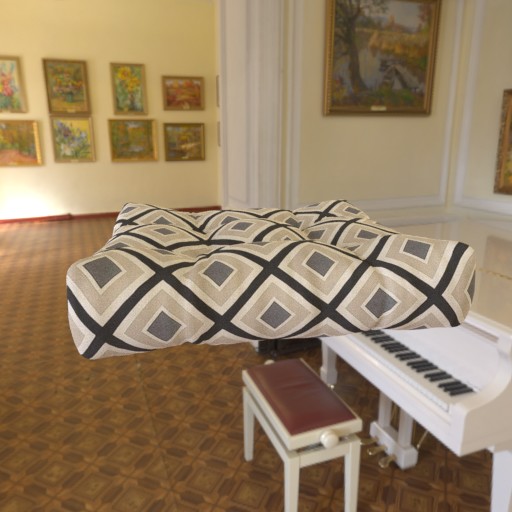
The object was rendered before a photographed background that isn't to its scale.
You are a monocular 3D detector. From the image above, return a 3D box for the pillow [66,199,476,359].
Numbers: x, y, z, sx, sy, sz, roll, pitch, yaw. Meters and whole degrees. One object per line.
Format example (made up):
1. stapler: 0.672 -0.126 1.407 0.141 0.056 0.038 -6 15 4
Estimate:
1. pillow: 0.000 0.000 0.723 0.490 0.128 0.468 -2 15 -9
